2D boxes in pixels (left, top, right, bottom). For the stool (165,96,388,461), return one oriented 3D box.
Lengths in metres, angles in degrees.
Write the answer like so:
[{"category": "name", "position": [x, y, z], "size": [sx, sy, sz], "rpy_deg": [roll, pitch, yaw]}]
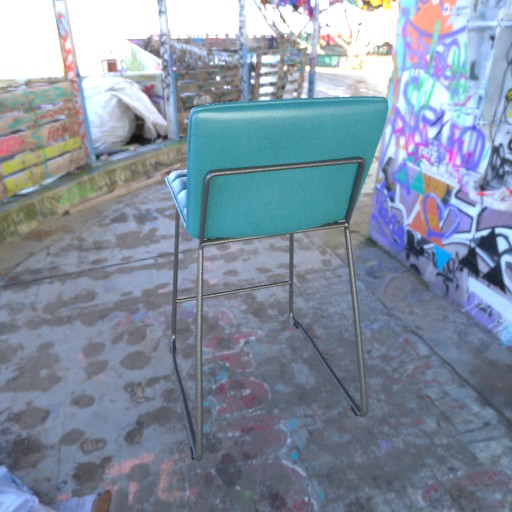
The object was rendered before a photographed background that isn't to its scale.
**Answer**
[{"category": "stool", "position": [0.000, 0.000, 1.191], "size": [0.489, 0.866, 0.524], "rpy_deg": [-8, 28, -16]}]
